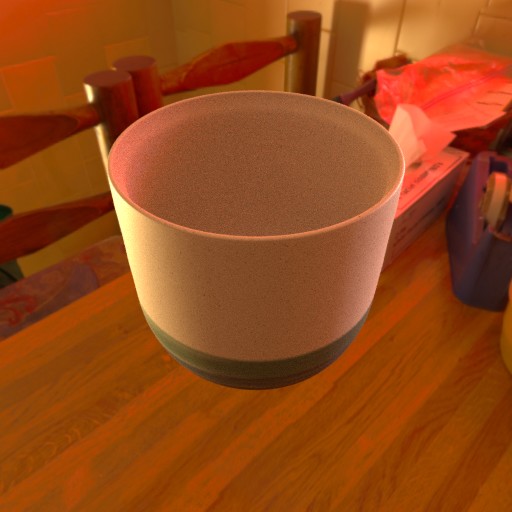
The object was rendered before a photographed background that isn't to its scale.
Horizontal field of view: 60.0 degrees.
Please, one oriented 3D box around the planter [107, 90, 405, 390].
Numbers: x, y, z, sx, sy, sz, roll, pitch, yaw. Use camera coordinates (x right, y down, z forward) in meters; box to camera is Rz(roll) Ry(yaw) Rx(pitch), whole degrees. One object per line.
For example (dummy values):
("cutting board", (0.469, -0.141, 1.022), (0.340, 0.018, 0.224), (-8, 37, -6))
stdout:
("planter", (0.000, 0.000, 0.496), (0.268, 0.270, 0.268), (0, 42, 0))
